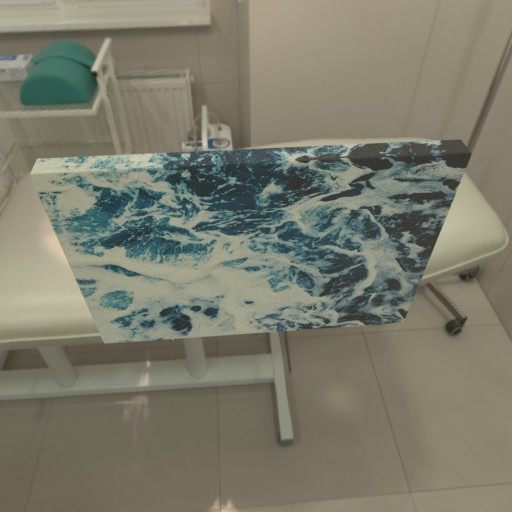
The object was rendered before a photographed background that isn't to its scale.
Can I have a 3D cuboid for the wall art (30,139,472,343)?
[{"bbox_3d":[0.000,0.000,0.767,0.609,0.407,0.043,-3,46,-3],"label":"wall art"}]
